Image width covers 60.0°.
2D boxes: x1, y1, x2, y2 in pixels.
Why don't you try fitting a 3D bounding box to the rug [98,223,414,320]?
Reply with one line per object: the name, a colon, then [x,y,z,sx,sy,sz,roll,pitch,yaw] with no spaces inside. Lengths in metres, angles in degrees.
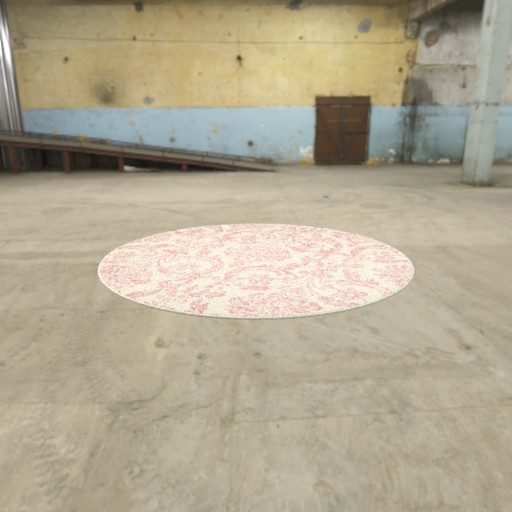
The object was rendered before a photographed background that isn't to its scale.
rug: [0.000,0.000,2.355,1.593,0.012,1.593,0,16,0]
